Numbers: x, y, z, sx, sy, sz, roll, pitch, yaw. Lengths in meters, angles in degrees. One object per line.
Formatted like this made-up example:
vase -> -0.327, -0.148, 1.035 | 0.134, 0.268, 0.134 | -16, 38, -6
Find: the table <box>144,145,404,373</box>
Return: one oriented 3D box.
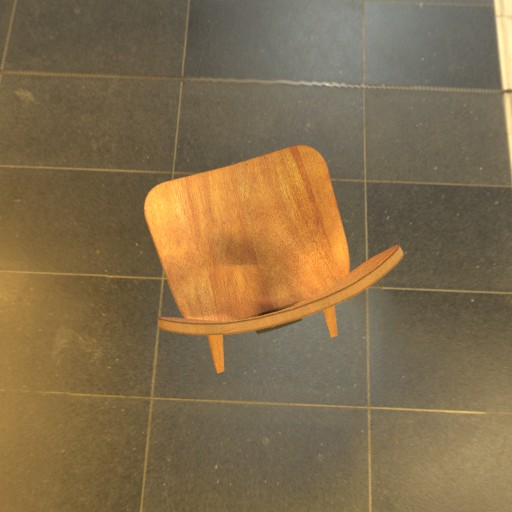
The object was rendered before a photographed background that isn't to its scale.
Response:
table -> 0.000, 0.000, 1.138 | 0.499, 0.805, 0.500 | -17, 77, -4
